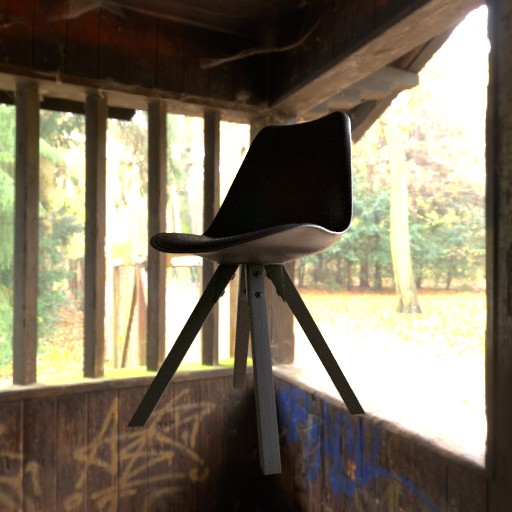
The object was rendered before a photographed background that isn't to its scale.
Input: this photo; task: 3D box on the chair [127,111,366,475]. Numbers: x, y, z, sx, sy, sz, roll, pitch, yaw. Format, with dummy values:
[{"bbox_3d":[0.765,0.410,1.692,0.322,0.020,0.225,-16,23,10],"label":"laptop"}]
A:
[{"bbox_3d":[0.000,0.000,1.171,0.485,0.850,0.530,0,-1,36],"label":"chair"}]
